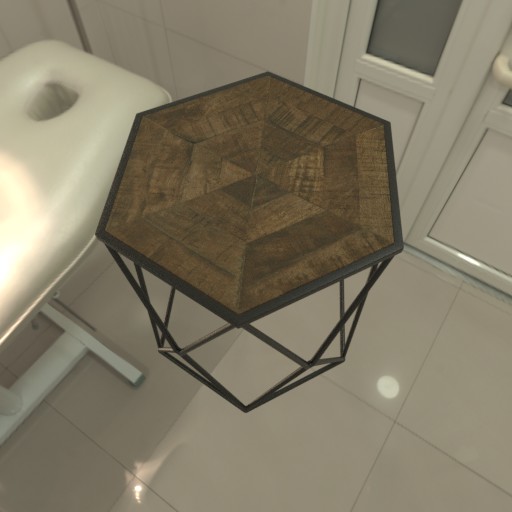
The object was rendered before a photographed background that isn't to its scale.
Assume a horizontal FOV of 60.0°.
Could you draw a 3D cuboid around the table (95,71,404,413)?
[{"bbox_3d":[0.000,0.000,1.040,0.578,0.564,0.579,30,62,17],"label":"table"}]
